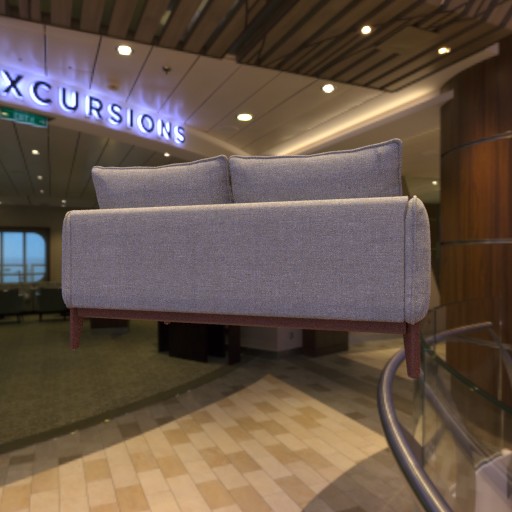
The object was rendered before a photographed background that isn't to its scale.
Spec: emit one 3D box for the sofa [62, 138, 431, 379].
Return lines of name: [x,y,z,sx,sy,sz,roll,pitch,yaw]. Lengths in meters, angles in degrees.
sofa: [0.000,0.000,2.179,1.580,0.851,0.972,0,0,19]
